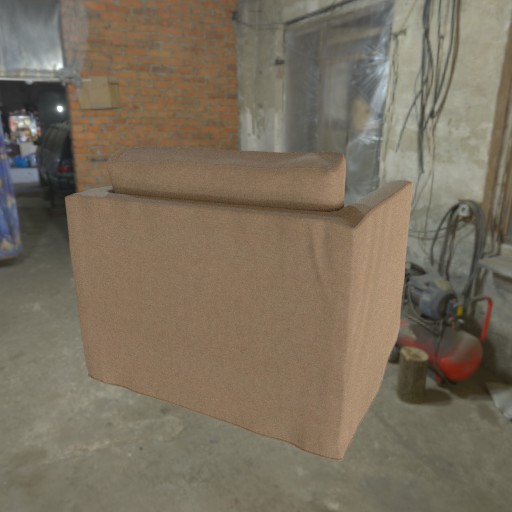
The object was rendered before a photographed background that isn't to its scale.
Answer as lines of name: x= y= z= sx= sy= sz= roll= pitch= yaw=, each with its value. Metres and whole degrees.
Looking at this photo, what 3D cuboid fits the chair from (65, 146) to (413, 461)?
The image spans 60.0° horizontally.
chair: x=0.000 y=0.000 z=1.767 sx=1.057 sy=0.863 sz=0.949 roll=8 pitch=18 yaw=26
